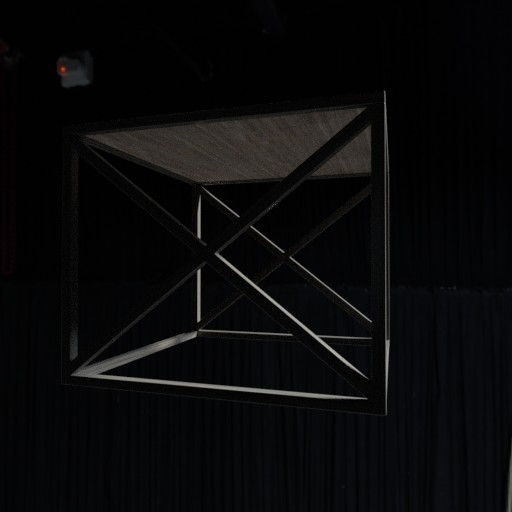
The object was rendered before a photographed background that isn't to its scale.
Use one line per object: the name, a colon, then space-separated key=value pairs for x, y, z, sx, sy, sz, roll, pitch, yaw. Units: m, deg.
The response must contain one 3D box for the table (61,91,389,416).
table: x=0.000 y=0.000 z=1.071 sx=0.611 sy=0.507 sz=0.609 roll=0 pitch=-1 yaw=17
